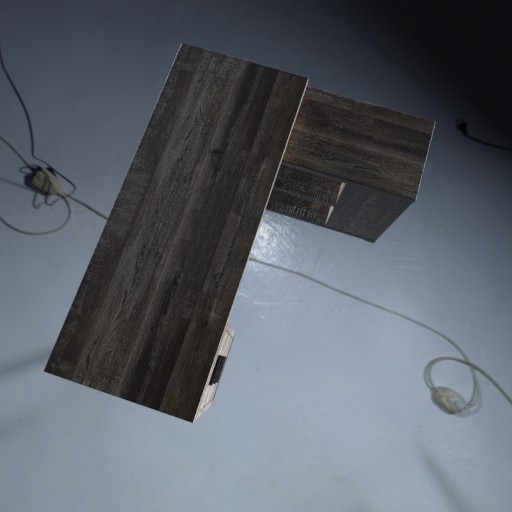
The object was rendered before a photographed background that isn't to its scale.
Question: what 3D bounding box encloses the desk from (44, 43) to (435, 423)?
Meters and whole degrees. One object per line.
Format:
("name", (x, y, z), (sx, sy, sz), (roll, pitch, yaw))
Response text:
("desk", (0.000, 0.000, 2.171), (1.200, 0.753, 1.524), (17, 77, 4))
